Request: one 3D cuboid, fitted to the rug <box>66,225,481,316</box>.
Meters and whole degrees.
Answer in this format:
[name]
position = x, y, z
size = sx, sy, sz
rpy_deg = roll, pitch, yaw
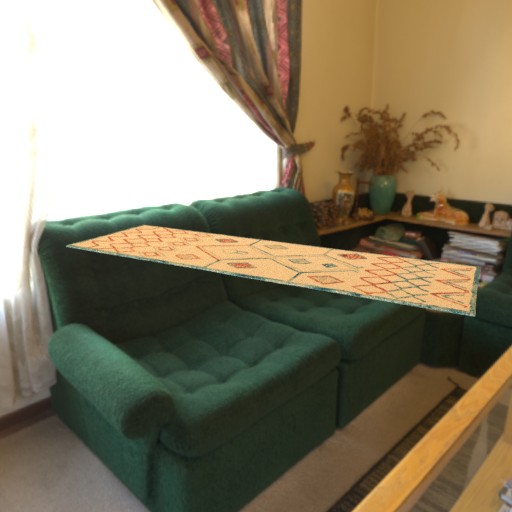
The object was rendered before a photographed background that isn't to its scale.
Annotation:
[rug]
position = 0.000, 0.000, 2.689
size = 2.435, 0.011, 0.750
rpy_deg = 8, 18, 27
